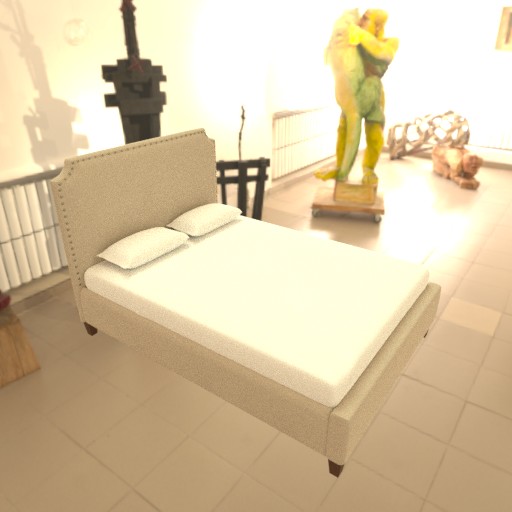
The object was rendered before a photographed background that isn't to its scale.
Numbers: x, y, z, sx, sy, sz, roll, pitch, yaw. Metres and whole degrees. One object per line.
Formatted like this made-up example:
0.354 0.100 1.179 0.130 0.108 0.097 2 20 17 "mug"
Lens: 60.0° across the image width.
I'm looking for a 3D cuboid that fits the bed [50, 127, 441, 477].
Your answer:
0.000 0.000 3.345 2.372 1.443 1.713 18 32 32 "bed"
